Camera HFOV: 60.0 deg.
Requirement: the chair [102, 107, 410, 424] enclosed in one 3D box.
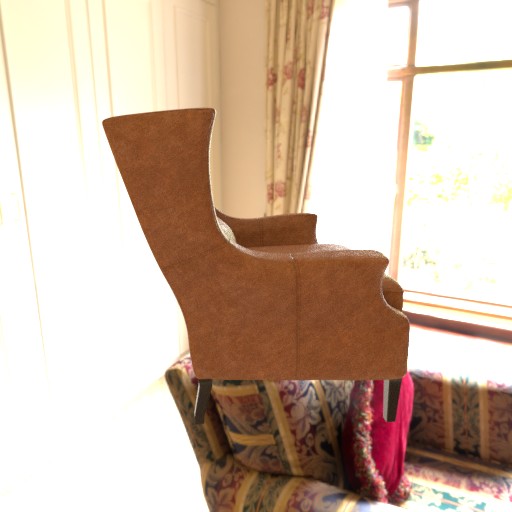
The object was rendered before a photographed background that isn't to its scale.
[{"bbox_3d":[0.000,0.000,1.671,0.926,1.016,0.853,-2,15,-8],"label":"chair"}]
